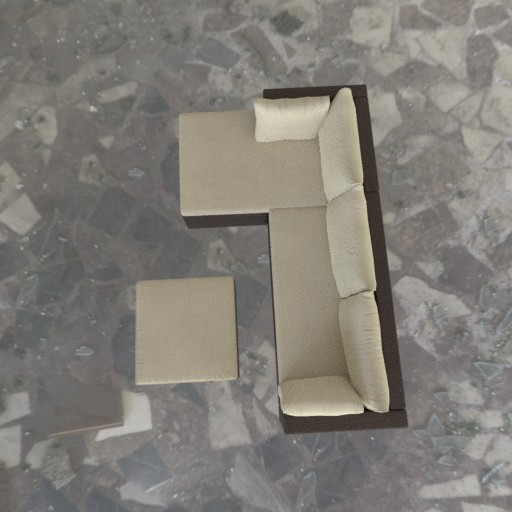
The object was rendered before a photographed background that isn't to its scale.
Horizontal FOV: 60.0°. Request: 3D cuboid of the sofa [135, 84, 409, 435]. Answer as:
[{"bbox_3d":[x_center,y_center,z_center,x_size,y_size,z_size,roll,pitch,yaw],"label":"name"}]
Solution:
[{"bbox_3d":[0.000,0.000,2.966,1.612,0.766,2.192,-3,77,-1],"label":"sofa"}]
